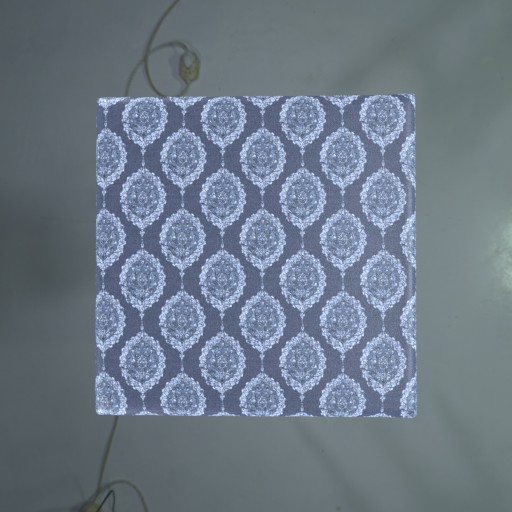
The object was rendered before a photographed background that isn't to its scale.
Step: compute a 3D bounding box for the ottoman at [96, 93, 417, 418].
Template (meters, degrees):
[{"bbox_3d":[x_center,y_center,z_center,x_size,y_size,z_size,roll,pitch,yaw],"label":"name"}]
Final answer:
[{"bbox_3d":[0.000,0.000,1.370,0.889,0.409,0.890,0,89,1],"label":"ottoman"}]
